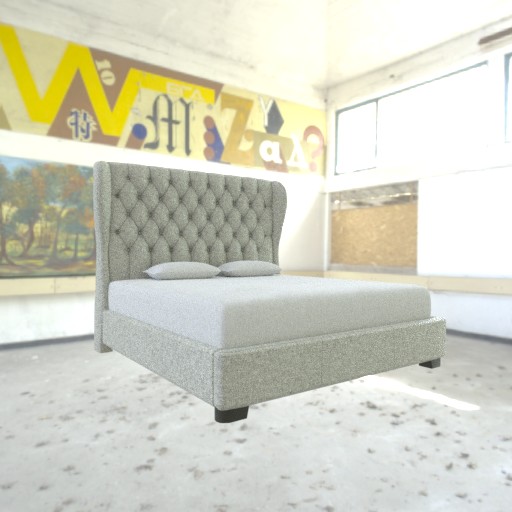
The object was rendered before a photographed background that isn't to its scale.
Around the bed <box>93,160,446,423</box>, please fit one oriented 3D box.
[{"bbox_3d":[0.000,0.000,3.886,2.219,1.771,2.347,-1,1,-36],"label":"bed"}]
